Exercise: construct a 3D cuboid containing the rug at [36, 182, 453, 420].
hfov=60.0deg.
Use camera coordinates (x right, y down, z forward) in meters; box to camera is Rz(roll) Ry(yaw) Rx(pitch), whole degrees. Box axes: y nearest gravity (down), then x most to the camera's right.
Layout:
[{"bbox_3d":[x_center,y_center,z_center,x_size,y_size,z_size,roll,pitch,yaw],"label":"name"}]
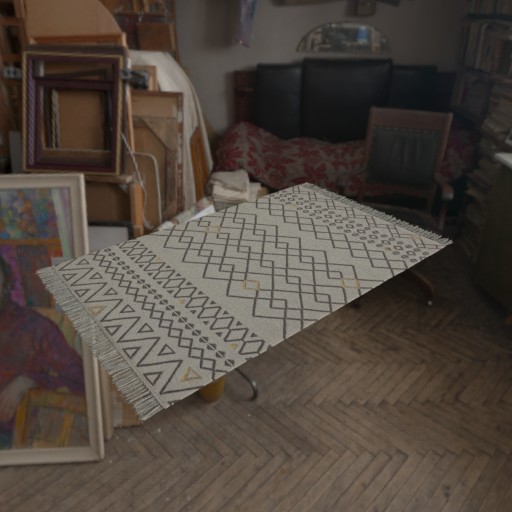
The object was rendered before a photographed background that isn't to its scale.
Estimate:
[{"bbox_3d":[0.000,0.000,3.013,2.472,0.035,1.495,-23,38,-33],"label":"rug"}]
